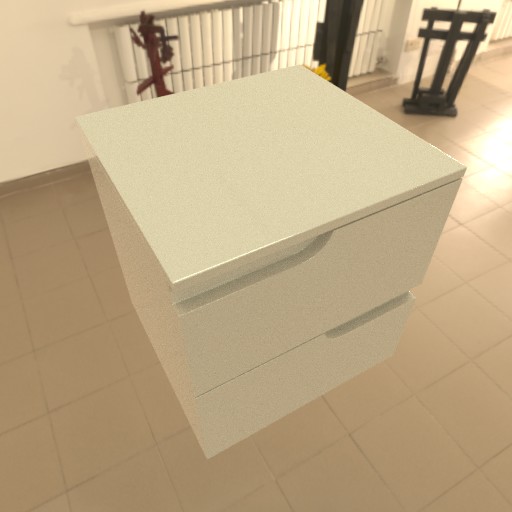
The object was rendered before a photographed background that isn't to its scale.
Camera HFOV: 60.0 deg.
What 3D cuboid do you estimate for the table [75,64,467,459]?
[{"bbox_3d":[0.000,0.000,0.804,0.420,0.470,0.400,-22,49,-21],"label":"table"}]
